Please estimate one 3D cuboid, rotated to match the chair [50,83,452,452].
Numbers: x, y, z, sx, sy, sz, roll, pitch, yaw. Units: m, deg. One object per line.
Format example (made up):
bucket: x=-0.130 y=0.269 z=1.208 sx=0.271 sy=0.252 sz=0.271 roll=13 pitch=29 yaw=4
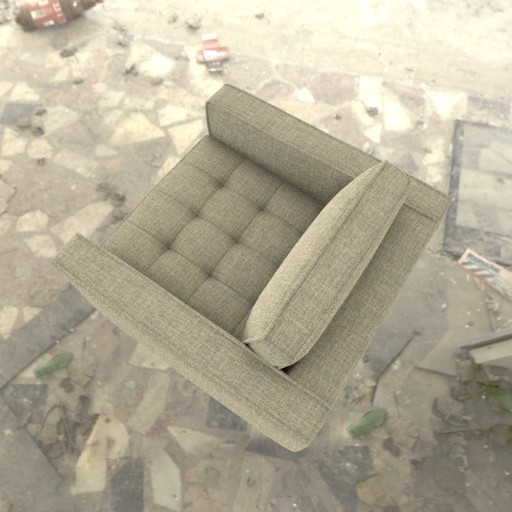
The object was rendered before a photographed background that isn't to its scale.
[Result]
chair: x=0.000 y=0.000 z=1.513 sx=0.914 sy=0.765 sz=0.889 roll=32 pitch=68 yaw=14
